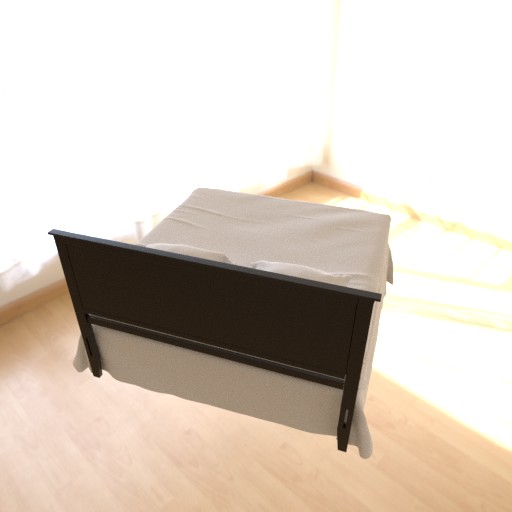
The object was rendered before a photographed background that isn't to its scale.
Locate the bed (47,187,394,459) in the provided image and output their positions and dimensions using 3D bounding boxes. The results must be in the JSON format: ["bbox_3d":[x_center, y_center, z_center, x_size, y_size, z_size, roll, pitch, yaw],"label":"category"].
[{"bbox_3d":[0.000,0.000,3.660,2.315,1.271,2.219,11,34,16],"label":"bed"}]
